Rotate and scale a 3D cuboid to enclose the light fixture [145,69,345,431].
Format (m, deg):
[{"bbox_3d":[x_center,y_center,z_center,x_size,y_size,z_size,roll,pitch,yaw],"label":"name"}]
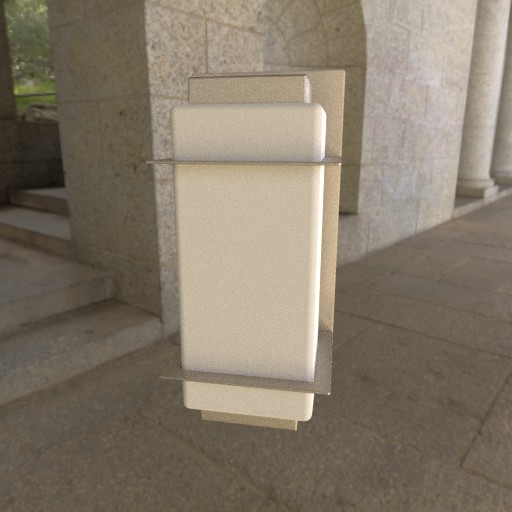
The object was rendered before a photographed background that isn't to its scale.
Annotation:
[{"bbox_3d":[0.000,0.000,0.470,0.168,0.380,0.160,3,15,10],"label":"light fixture"}]
